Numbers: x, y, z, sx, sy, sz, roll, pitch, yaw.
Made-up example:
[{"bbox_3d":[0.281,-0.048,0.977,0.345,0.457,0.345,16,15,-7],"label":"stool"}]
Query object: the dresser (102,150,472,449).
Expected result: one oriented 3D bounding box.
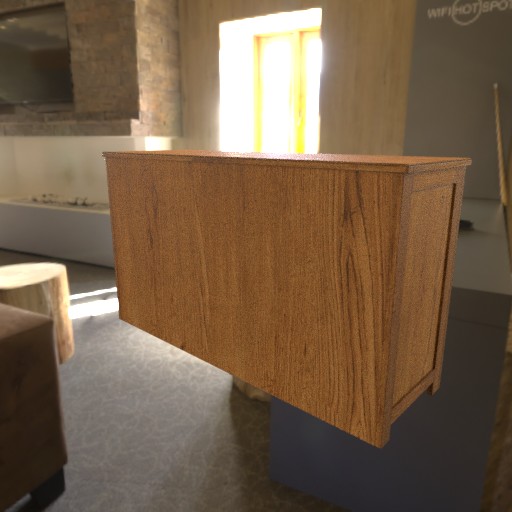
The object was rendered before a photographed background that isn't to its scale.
[{"bbox_3d":[0.000,0.000,2.080,1.657,0.932,0.563,13,20,41],"label":"dresser"}]
